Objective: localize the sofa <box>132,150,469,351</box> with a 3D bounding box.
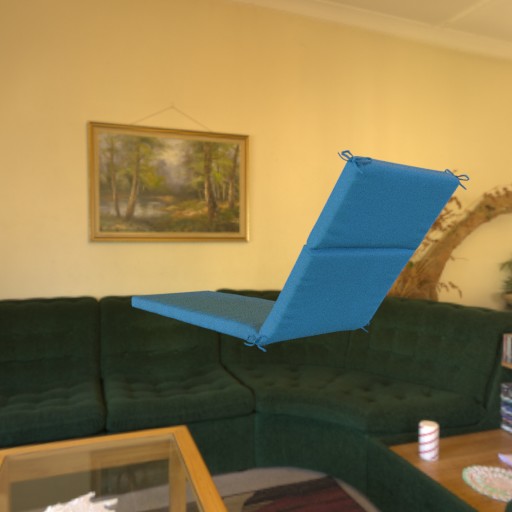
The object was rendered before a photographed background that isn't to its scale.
[{"bbox_3d":[0.000,0.000,1.983,0.582,0.622,1.663,-1,2,-37],"label":"sofa"}]
